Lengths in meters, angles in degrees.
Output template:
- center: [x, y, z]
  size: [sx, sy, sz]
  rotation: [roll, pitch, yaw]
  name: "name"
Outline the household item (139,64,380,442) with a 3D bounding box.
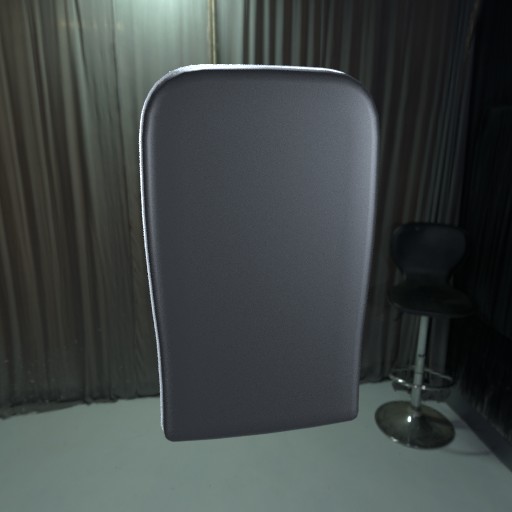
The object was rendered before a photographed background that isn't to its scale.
- center: [0.000, 0.000, 0.147]
  size: [0.070, 0.114, 0.038]
  rotation: [-3, 16, -10]
  name: "household item"
